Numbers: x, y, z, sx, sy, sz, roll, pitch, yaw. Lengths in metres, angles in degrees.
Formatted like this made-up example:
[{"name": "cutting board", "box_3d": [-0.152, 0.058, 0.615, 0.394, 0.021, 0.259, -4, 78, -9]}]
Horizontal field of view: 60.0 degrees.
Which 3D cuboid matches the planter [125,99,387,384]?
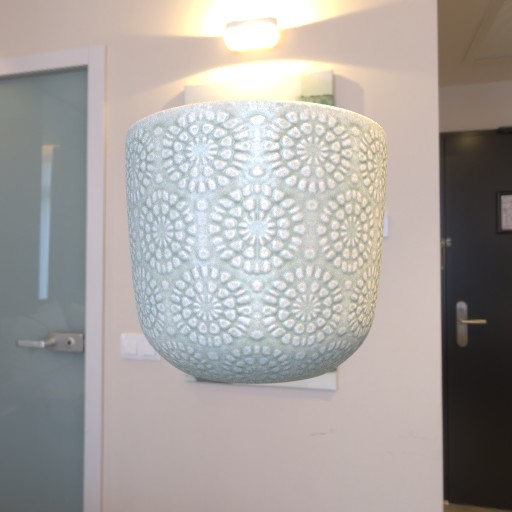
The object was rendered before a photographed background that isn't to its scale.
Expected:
[{"name": "planter", "box_3d": [0.000, 0.000, 0.217, 0.124, 0.109, 0.124, 0, -2, 0]}]
